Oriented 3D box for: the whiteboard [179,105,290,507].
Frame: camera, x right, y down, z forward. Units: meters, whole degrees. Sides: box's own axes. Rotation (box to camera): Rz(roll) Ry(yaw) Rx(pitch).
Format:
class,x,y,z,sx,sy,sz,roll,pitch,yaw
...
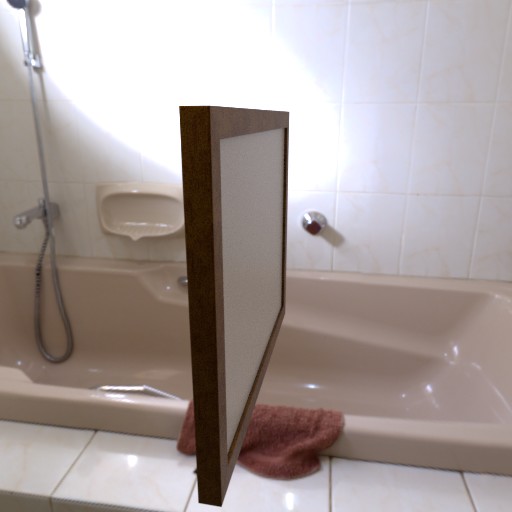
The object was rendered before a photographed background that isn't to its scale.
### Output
class,x,y,z,sx,sy,sz,roll,pitch,yaw
whiteboard,0.000,0.000,0.728,0.029,0.457,0.561,3,18,11
